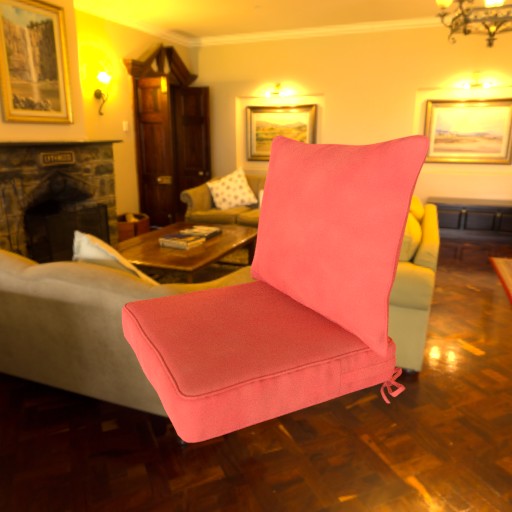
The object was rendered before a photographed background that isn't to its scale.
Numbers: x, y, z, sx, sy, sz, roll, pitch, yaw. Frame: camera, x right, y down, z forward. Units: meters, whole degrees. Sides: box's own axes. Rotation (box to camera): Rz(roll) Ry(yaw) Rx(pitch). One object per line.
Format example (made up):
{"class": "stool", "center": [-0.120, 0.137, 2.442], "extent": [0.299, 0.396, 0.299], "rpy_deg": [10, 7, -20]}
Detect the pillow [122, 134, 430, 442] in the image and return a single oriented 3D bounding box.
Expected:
{"class": "pillow", "center": [0.000, 0.000, 1.374], "extent": [0.733, 0.725, 0.798], "rpy_deg": [-8, 17, -27]}
